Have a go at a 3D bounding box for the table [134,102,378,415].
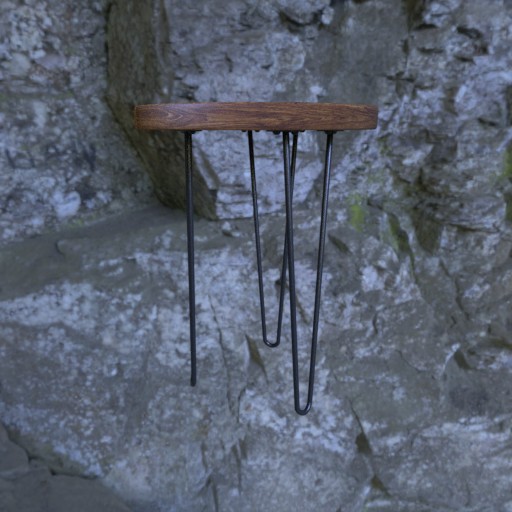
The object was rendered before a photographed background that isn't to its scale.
[{"bbox_3d":[0.000,0.000,0.820,0.400,0.520,0.400,0,16,0],"label":"table"}]
